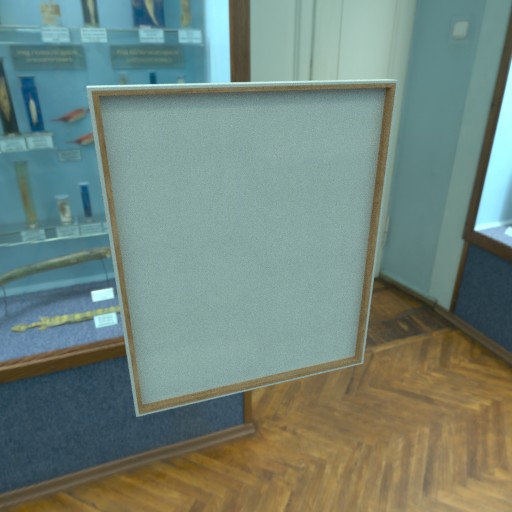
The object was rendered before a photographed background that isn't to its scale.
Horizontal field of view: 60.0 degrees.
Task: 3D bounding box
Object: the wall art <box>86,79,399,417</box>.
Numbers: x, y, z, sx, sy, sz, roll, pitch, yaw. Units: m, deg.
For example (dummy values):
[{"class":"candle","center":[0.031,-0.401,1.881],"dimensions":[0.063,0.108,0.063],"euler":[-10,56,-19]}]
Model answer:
[{"class":"wall art","center":[0.000,0.000,0.830],"dimensions":[0.508,0.606,0.037],"euler":[-8,26,-17]}]
